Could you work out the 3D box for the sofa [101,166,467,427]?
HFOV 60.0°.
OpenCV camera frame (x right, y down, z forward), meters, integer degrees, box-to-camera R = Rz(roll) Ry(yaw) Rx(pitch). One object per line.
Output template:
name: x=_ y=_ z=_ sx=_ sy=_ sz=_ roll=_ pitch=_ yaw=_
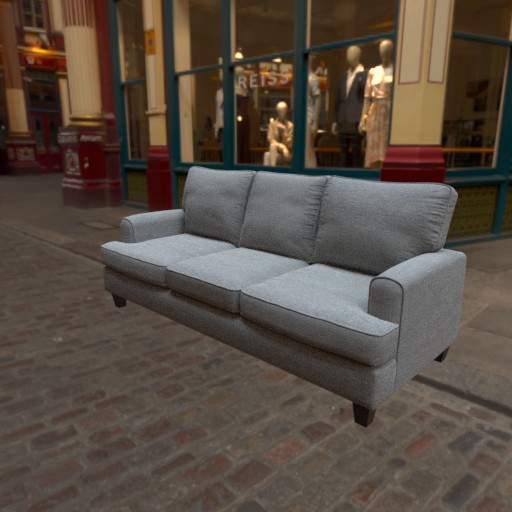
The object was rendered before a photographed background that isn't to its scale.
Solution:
sofa: x=0.000 y=0.000 z=2.688 sx=2.158 sy=0.965 sz=0.951 roll=14 pitch=20 yaw=41
